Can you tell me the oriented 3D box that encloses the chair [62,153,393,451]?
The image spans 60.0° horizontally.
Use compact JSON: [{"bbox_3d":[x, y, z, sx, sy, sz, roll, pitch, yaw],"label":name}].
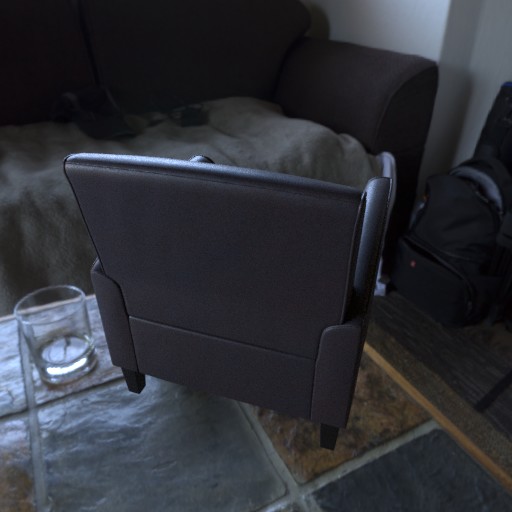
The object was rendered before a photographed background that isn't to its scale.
[{"bbox_3d":[0.000,0.000,1.536,0.820,0.916,0.819,10,33,16],"label":"chair"}]
